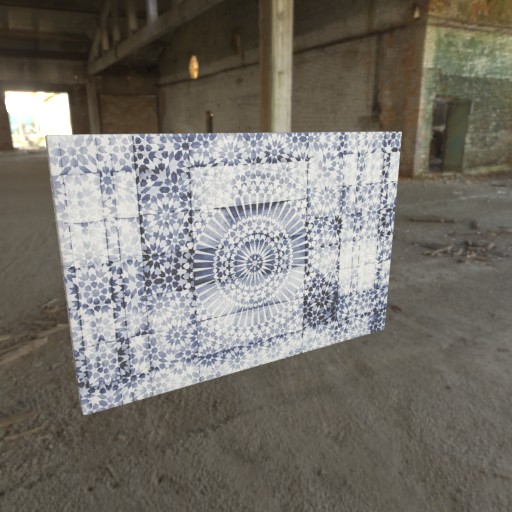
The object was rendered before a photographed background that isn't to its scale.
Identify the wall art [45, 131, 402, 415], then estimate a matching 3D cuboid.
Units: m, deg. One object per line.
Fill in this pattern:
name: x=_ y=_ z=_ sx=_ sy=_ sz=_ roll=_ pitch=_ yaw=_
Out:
wall art: x=0.000 y=0.000 z=0.759 sx=0.608 sy=0.406 sz=0.030 roll=-9 pitch=19 yaw=-28
